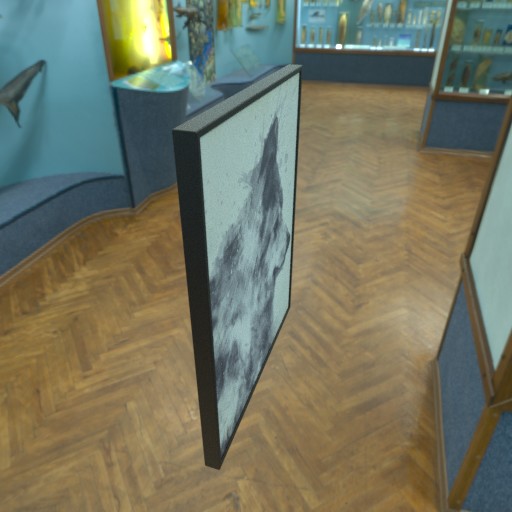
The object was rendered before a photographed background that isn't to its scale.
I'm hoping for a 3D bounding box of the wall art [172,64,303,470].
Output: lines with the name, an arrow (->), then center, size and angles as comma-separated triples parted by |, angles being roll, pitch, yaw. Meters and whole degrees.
wall art -> 0.000, 0.000, 0.764 | 0.028, 0.551, 0.451 | 10, 33, 16
